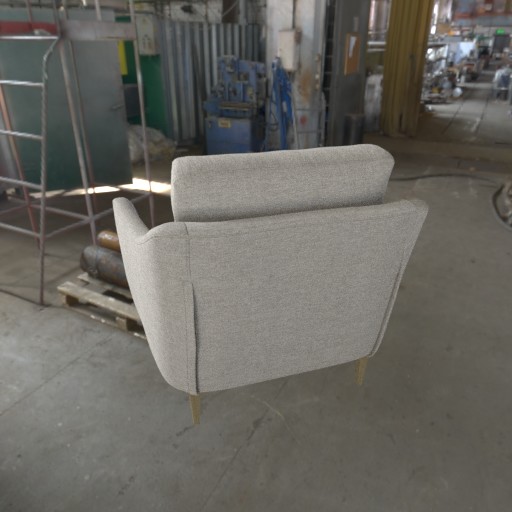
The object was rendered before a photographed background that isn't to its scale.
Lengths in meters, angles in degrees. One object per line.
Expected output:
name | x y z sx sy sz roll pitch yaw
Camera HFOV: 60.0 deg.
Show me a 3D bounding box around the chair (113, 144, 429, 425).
chair | 0.000 0.000 1.680 0.986 0.902 0.961 -8 27 -16
